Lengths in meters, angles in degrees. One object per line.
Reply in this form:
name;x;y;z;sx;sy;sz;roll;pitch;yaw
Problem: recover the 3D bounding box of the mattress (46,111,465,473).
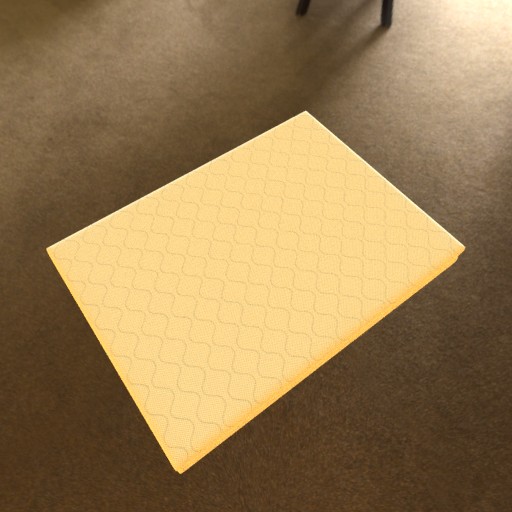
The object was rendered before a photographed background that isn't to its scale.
mattress;0.000;0.000;2.552;1.900;0.200;1.400;-32;64;-18
